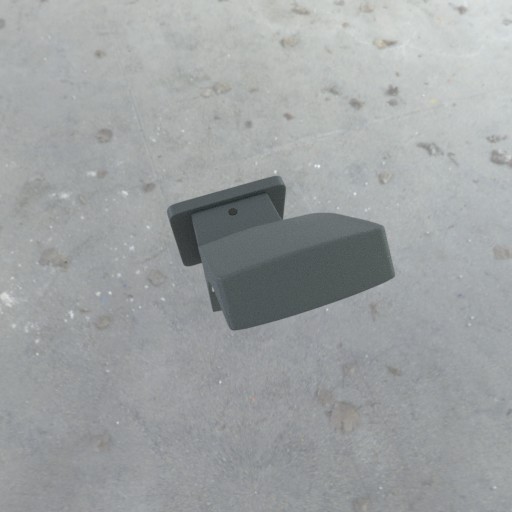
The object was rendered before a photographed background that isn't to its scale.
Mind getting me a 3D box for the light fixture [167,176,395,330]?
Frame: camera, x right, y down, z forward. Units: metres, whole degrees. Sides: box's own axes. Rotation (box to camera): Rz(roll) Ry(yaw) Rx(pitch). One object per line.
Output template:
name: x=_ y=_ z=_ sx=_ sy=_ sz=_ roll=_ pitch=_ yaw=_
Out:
light fixture: x=0.000 y=0.000 z=0.333 sx=0.108 sy=0.243 sz=0.174 roll=-17 pitch=63 yaw=-9
